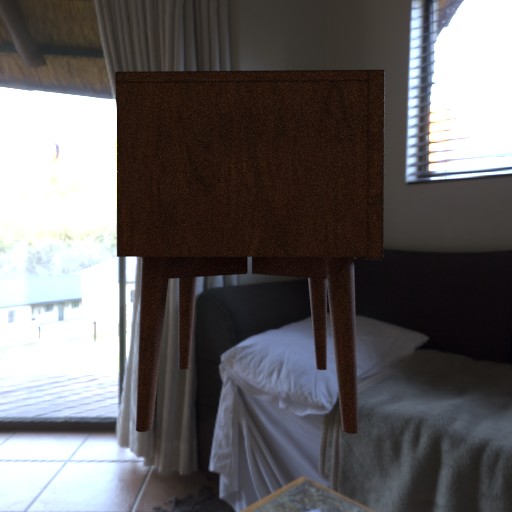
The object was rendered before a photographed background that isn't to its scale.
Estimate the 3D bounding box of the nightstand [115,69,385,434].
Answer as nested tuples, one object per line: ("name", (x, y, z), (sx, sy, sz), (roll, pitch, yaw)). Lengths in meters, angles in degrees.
("nightstand", (0.000, 0.000, 0.977), (0.445, 0.607, 0.521), (0, 1, 1))
